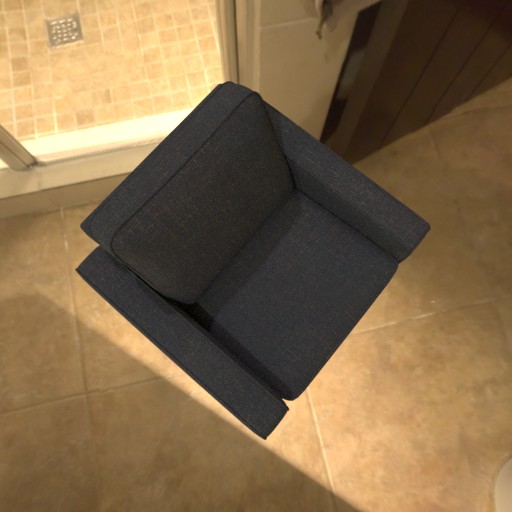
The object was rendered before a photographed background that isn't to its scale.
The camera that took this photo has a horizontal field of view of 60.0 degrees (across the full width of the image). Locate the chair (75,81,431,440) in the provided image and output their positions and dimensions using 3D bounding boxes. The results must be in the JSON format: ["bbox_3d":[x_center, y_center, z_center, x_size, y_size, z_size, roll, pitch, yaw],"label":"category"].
[{"bbox_3d":[0.000,0.000,1.748,0.940,0.919,1.017,39,79,9],"label":"chair"}]
